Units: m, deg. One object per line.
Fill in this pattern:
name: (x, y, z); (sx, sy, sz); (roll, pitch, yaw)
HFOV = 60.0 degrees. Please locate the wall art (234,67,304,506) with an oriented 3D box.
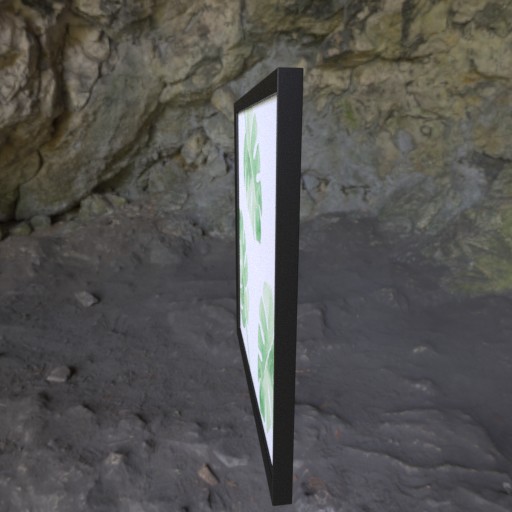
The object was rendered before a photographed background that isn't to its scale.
wall art: (0.000, 0.000, 1.098); (0.038, 0.765, 0.765); (-2, 15, -7)
